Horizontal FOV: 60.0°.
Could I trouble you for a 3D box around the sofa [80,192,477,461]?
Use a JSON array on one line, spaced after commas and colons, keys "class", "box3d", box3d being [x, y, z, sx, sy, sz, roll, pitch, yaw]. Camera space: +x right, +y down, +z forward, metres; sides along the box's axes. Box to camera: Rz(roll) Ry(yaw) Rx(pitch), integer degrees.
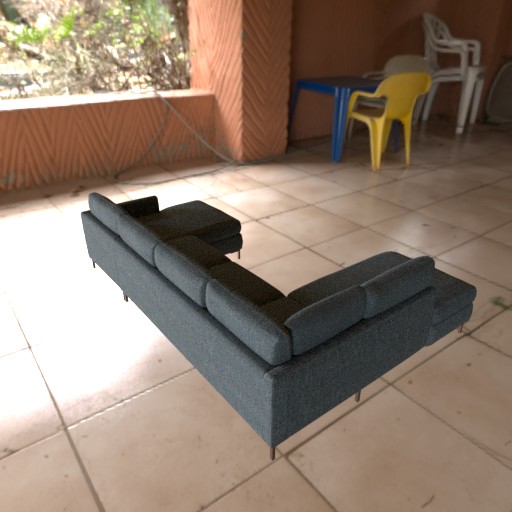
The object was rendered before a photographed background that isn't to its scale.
[{"class": "sofa", "box3d": [0.000, 0.000, 3.567, 1.879, 0.753, 2.737, -19, 33, -33]}]
